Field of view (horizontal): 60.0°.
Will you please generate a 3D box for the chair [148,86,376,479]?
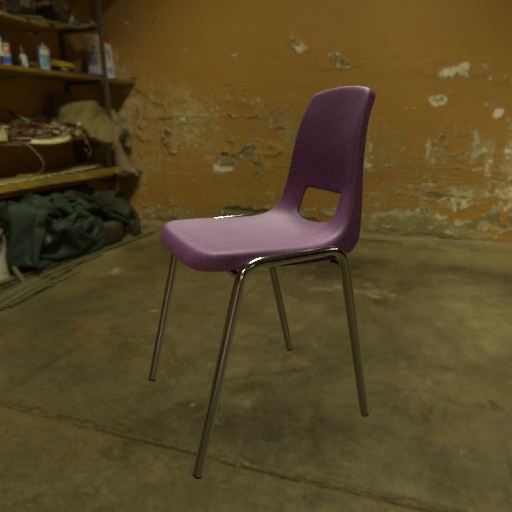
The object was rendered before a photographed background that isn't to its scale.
[{"bbox_3d":[0.000,0.000,0.963,0.432,0.704,0.381,-8,18,-25],"label":"chair"}]
